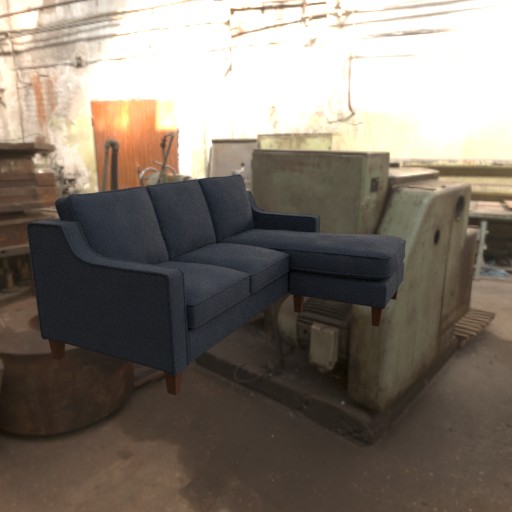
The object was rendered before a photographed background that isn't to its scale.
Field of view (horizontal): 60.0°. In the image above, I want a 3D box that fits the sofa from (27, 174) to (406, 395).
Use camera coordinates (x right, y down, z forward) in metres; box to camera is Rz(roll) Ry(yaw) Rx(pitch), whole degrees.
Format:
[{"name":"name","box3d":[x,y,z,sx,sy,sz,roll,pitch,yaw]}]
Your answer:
[{"name":"sofa","box3d":[0.000,0.000,3.275,1.858,1.066,2.317,7,15,26]}]
